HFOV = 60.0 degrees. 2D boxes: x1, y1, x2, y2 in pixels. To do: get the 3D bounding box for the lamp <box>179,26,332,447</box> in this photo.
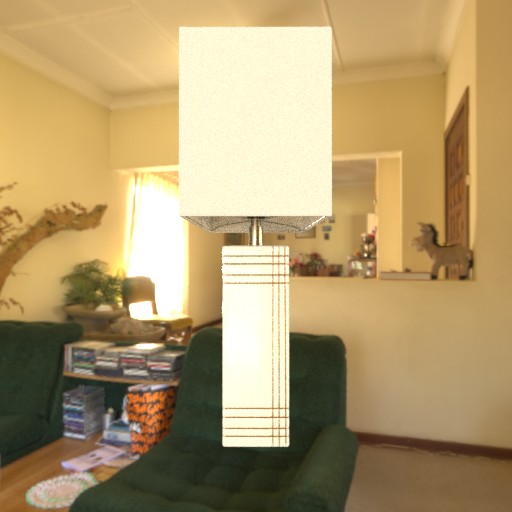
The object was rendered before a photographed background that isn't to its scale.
[{"bbox_3d":[0.000,0.000,0.690,0.182,0.543,0.334,0,0,0],"label":"lamp"}]
